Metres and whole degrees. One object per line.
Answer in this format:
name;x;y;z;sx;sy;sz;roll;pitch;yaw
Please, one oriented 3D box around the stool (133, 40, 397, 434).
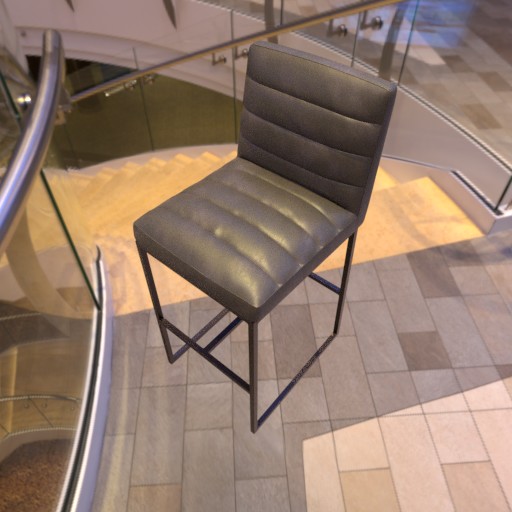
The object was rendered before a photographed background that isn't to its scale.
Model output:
stool;0.000;0.000;1.387;0.463;1.065;0.562;31;54;26
